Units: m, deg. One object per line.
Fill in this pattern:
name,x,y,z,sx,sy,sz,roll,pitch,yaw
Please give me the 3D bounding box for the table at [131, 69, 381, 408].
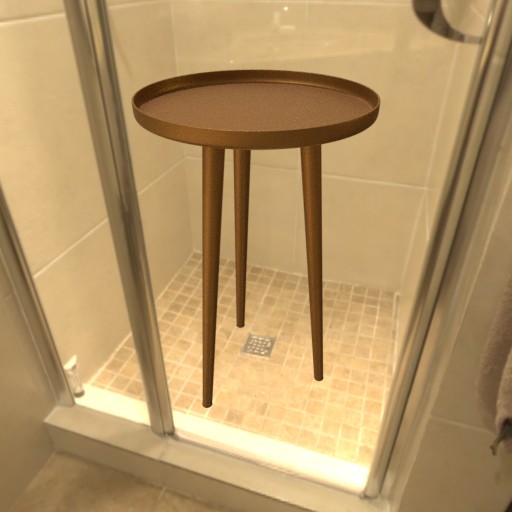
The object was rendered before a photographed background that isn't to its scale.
table,0.000,0.000,0.677,0.299,0.480,0.299,-11,35,-16
